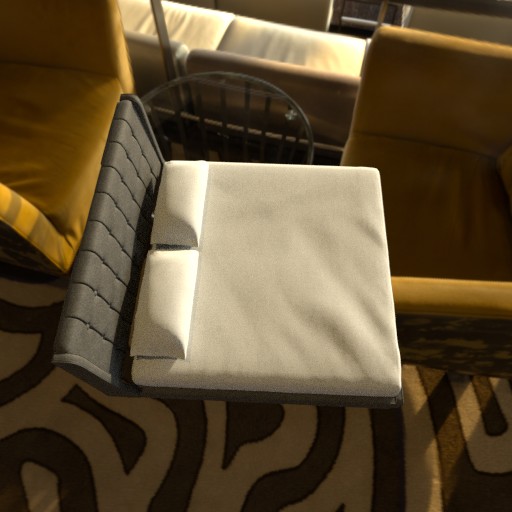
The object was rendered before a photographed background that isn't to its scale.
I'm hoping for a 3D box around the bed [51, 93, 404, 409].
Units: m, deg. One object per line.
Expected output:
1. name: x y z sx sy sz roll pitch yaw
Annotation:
1. bed: 0.000 0.000 2.553 1.638 0.933 1.531 2 63 1
